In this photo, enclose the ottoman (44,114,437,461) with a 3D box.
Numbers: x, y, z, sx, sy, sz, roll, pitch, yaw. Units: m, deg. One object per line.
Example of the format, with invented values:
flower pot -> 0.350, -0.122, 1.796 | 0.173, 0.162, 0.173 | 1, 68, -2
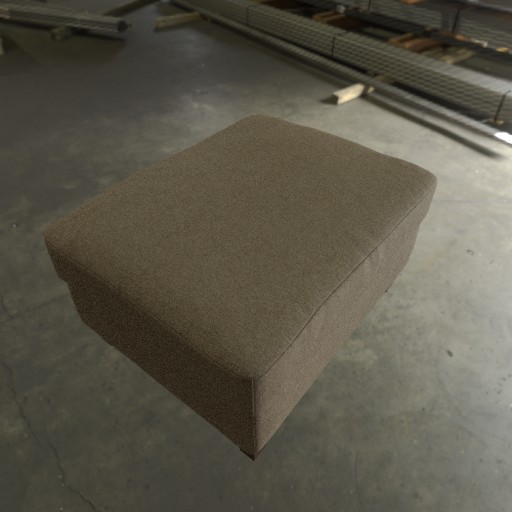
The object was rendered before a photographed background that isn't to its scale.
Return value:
ottoman -> 0.000, 0.000, 1.306 | 0.692, 0.511, 0.889 | 28, 49, 27
